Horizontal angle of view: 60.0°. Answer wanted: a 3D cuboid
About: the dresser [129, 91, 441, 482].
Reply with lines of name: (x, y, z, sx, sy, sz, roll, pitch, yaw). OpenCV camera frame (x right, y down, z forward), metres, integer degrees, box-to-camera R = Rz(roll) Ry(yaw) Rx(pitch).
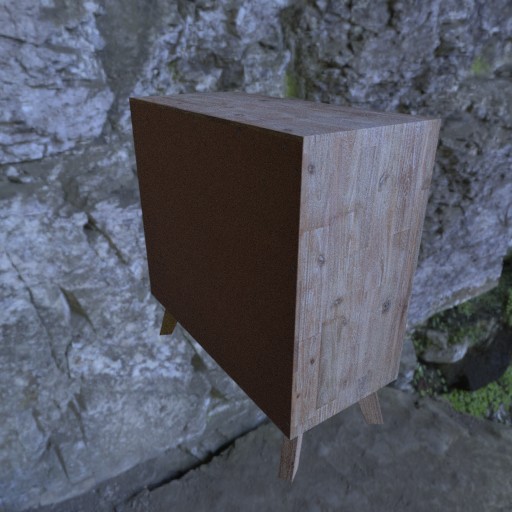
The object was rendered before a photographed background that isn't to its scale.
dresser: (0.000, 0.000, 1.595, 0.455, 1.029, 0.998, -16, 29, -31)
